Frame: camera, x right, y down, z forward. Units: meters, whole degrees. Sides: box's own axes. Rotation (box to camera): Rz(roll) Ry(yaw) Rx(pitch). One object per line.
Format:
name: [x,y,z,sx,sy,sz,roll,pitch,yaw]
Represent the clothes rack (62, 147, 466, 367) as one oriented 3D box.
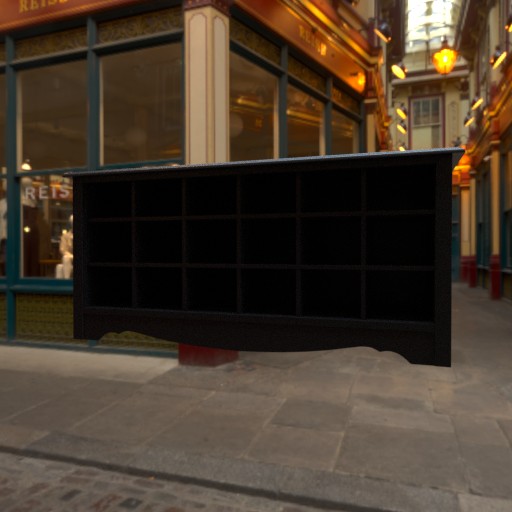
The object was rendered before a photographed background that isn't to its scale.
clothes rack: [0.000,0.000,1.479,1.219,0.556,0.406,0,1,18]
